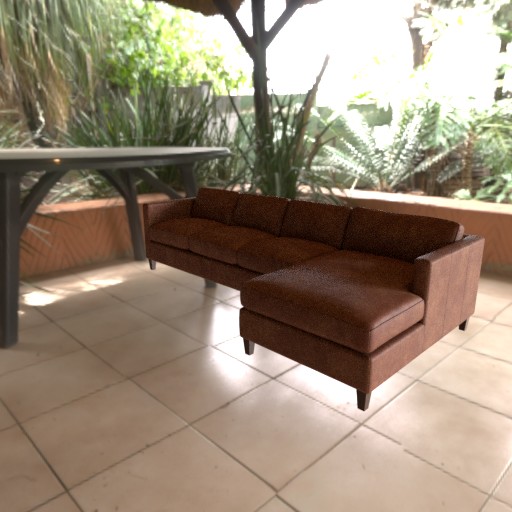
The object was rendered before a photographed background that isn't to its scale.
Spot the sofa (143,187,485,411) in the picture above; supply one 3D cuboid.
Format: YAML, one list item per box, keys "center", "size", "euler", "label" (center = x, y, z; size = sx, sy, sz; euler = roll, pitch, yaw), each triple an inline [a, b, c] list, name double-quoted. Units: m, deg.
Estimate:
- center: [0.000, 0.000, 3.884]
  size: [3.203, 0.883, 1.581]
  euler: [15, 21, 43]
  label: "sofa"
